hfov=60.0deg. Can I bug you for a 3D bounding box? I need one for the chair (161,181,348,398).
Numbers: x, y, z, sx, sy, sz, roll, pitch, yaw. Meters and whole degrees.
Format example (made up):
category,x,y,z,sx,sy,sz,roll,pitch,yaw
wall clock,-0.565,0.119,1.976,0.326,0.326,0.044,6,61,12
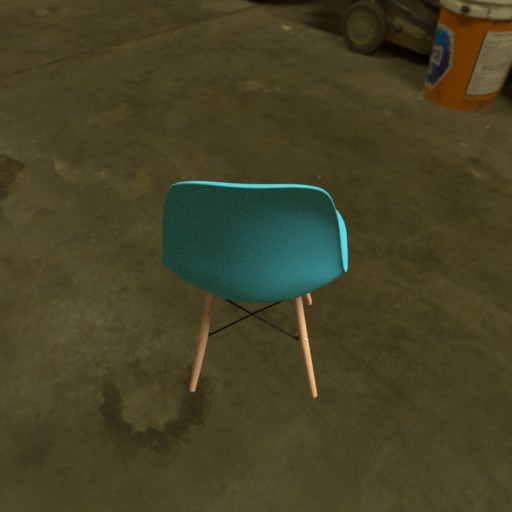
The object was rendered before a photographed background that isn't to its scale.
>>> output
category,x,y,z,sx,sy,sz,roll,pitch,yaw
chair,0.000,0.000,1.159,0.470,0.826,0.531,2,45,2
